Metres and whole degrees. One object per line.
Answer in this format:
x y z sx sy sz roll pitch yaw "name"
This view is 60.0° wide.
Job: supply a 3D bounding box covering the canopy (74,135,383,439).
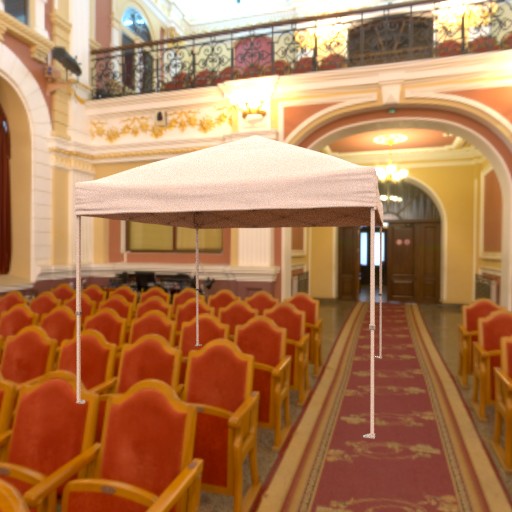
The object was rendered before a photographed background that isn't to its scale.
0.000 0.000 5.513 2.998 2.997 2.996 0 1 17 "canopy"
